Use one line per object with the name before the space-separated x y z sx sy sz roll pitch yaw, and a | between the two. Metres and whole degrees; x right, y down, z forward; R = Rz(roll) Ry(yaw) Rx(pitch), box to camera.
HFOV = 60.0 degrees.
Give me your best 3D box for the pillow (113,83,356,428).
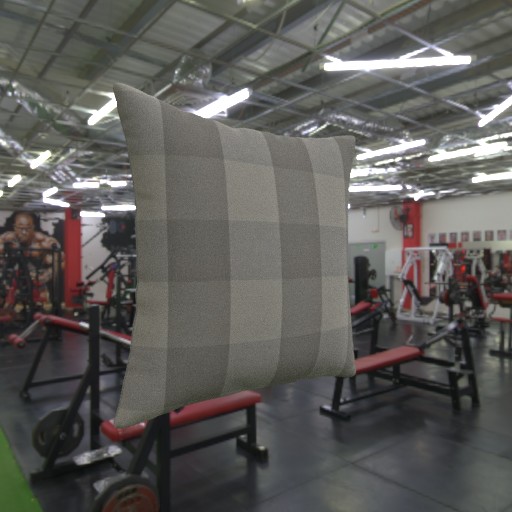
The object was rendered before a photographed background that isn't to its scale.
pillow | 0.000 0.000 0.796 0.511 0.509 0.161 0 0 -35
